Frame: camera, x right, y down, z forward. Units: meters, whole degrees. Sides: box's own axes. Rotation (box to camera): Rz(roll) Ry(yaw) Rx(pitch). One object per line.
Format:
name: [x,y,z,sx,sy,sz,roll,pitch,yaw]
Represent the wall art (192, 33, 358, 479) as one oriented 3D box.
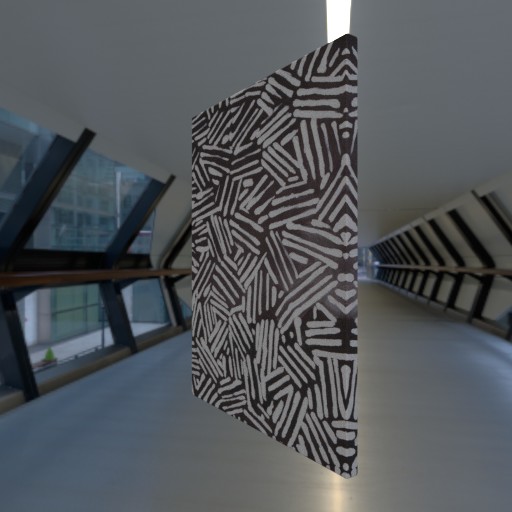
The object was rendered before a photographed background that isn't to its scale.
wall art: [0.000,0.000,1.328,0.038,1.017,0.765,0,0,-35]
